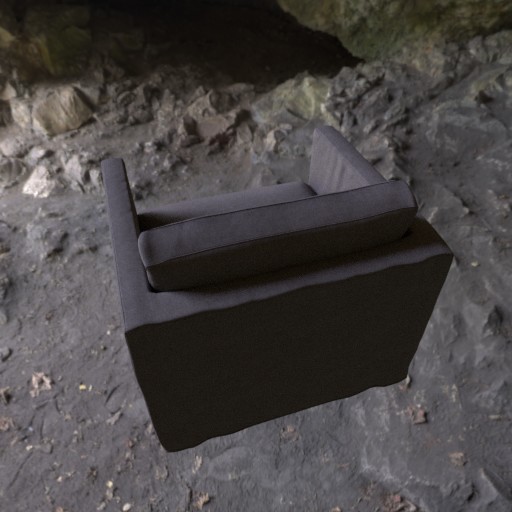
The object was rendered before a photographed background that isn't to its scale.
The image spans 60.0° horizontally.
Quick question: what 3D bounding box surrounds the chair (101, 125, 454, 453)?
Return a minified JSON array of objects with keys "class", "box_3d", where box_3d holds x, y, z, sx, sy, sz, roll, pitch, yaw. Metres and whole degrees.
[{"class":"chair","box_3d":[0.000,0.000,1.759,1.057,0.863,0.949,-12,43,-13]}]
